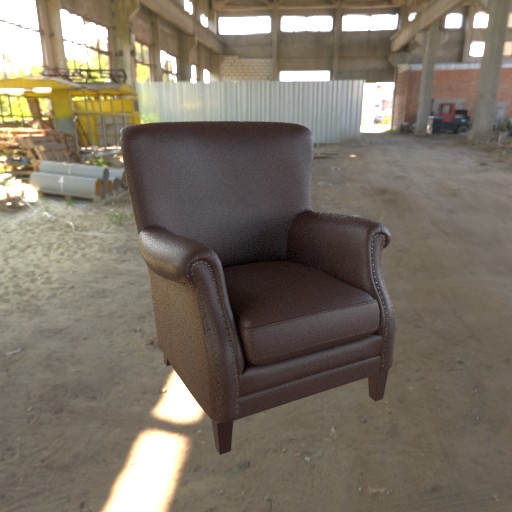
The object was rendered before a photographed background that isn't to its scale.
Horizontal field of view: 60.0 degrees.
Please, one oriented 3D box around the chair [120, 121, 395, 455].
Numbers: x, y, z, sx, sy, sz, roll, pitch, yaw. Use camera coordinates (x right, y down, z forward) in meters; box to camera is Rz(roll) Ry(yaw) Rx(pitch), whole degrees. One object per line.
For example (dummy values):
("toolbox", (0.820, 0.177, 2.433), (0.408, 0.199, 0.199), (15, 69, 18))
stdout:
("chair", (0.000, 0.000, 1.385), (0.700, 0.800, 0.746), (-9, 19, -26))
